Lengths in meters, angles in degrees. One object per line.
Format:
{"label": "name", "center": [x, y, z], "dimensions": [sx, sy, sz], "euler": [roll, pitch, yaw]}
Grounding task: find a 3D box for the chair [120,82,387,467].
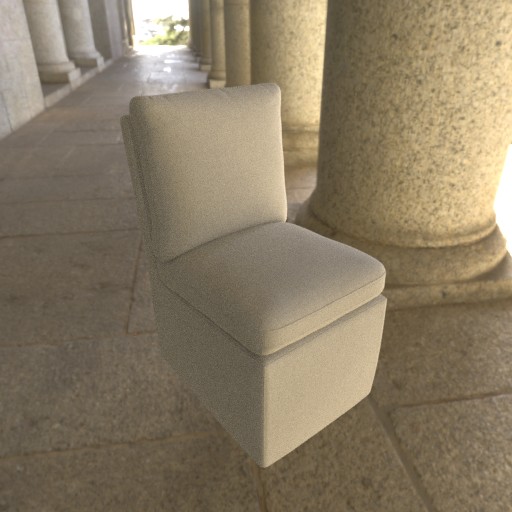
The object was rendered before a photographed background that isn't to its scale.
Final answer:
{"label": "chair", "center": [0.000, 0.000, 1.361], "dimensions": [0.503, 0.927, 0.698], "euler": [-21, 35, -33]}
